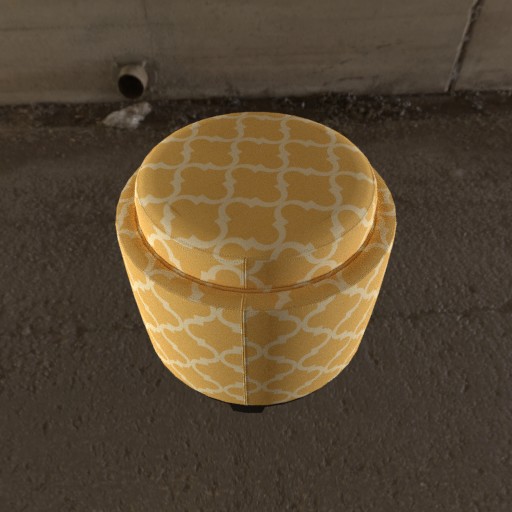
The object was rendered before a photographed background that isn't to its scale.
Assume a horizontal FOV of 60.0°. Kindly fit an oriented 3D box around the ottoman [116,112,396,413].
[{"bbox_3d":[0.000,0.000,0.865,0.480,0.429,0.480,0,47,0],"label":"ottoman"}]
